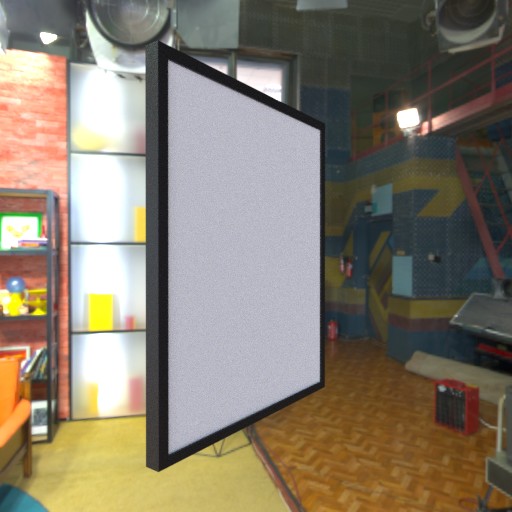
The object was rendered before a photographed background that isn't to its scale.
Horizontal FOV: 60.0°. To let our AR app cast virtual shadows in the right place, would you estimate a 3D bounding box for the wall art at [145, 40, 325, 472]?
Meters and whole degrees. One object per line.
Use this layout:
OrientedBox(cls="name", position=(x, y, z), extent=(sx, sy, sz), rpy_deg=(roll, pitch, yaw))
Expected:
OrientedBox(cls="wall art", position=(0.000, 0.000, 0.543), extent=(0.018, 0.397, 0.325), rpy_deg=(0, 0, 37))
